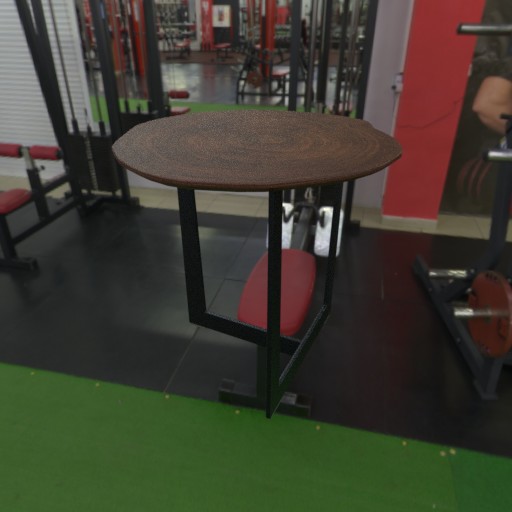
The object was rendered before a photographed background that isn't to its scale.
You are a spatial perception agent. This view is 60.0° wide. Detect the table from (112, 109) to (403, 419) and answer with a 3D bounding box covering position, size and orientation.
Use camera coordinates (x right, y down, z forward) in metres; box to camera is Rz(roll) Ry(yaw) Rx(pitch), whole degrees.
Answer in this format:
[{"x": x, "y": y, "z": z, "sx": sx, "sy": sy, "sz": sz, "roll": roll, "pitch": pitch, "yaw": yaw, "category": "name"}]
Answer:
[{"x": 0.000, "y": 0.000, "z": 0.891, "sx": 0.494, "sy": 0.476, "sz": 0.477, "roll": 8, "pitch": 30, "yaw": 14, "category": "table"}]
